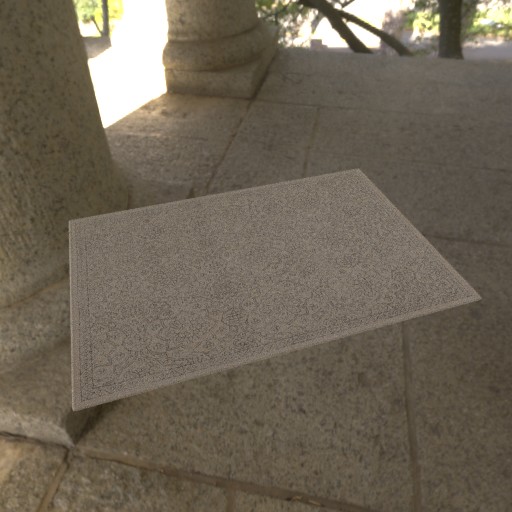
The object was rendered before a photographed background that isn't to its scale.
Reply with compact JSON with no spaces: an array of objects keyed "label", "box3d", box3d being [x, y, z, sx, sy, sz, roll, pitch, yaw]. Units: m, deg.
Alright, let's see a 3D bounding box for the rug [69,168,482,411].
[{"label":"rug","box3d":[0.000,0.000,2.856,2.286,0.011,1.524,-12,43,-13]}]
